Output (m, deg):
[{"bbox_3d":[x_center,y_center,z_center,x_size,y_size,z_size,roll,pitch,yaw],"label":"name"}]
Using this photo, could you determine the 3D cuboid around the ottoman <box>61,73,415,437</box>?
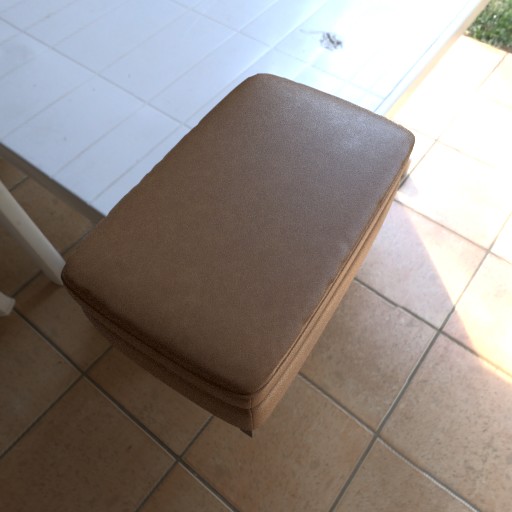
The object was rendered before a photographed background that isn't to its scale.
[{"bbox_3d":[0.000,0.000,0.998,0.420,0.480,0.670,28,62,16],"label":"ottoman"}]
